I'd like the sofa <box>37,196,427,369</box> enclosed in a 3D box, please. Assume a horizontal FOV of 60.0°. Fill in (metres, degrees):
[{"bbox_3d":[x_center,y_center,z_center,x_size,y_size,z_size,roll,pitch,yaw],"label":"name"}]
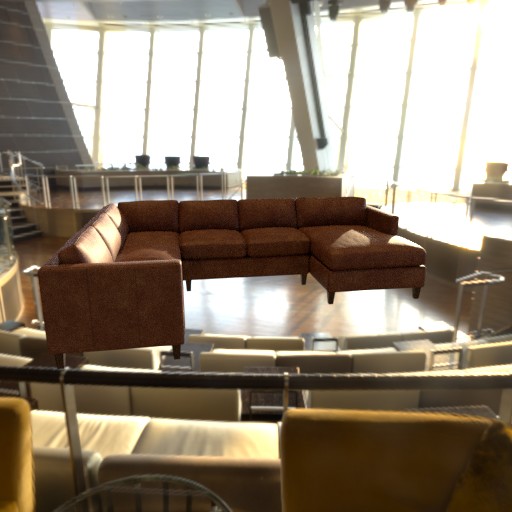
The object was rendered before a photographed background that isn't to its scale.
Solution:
[{"bbox_3d":[0.000,0.000,4.396,3.324,0.888,2.452,-3,15,-9],"label":"sofa"}]
